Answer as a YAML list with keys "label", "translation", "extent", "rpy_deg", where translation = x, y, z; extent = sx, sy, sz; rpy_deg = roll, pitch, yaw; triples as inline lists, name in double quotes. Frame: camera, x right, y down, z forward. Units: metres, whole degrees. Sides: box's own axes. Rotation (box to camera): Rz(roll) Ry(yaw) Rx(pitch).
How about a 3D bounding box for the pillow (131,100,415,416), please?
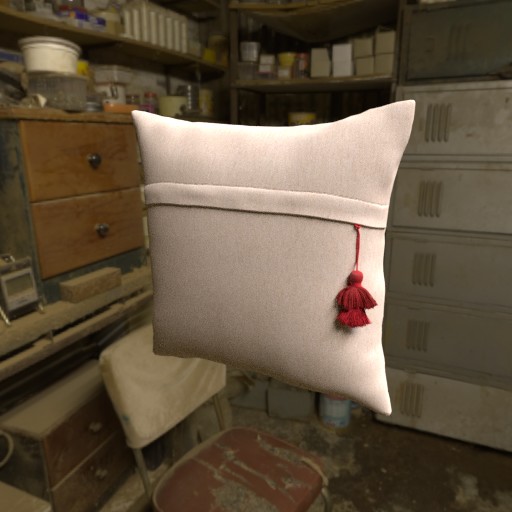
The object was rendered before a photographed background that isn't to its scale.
- label: "pillow"
  translation: [0.000, 0.000, 0.681]
  extent: [0.433, 0.436, 0.173]
  rpy_deg: [7, 16, 25]
